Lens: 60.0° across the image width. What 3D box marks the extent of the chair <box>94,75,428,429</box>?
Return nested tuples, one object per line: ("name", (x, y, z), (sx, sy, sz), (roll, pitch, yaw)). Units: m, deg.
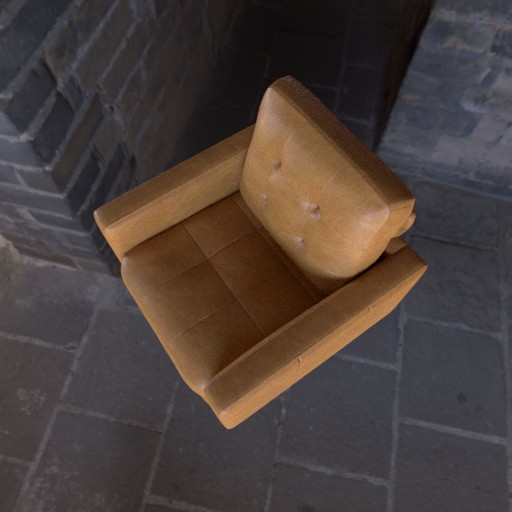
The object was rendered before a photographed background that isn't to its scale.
("chair", (0.000, 0.000, 1.573), (0.868, 0.896, 0.831), (-32, 68, -15))
